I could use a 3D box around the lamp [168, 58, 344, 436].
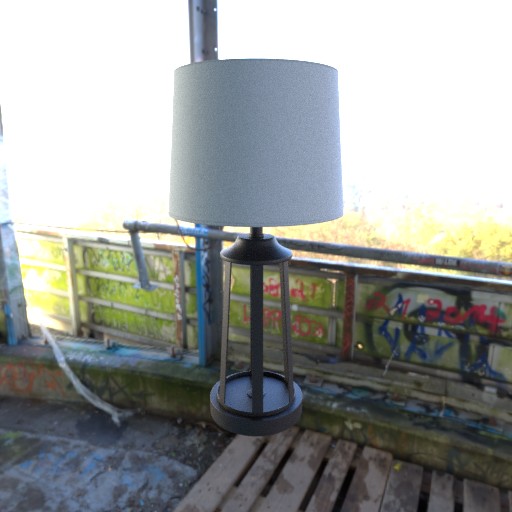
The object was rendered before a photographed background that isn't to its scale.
[{"bbox_3d":[0.000,0.000,0.661,0.251,0.509,0.251,0,14,0],"label":"lamp"}]
